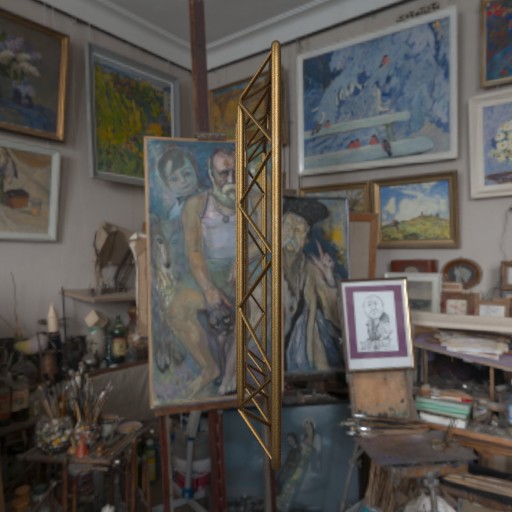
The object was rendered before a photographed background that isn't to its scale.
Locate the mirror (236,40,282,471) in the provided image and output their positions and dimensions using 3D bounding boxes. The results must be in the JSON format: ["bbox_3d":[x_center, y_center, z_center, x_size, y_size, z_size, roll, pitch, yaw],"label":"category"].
[{"bbox_3d":[0.000,0.000,0.624,0.046,0.414,0.416,0,0,0],"label":"mirror"}]
